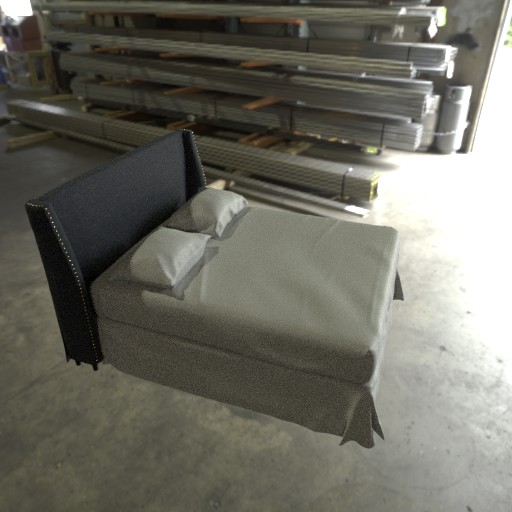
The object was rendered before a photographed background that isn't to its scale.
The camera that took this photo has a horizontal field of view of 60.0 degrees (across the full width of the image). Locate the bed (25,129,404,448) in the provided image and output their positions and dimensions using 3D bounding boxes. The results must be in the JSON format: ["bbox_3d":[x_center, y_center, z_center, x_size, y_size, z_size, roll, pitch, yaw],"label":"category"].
[{"bbox_3d":[0.000,0.000,3.385,2.276,1.332,1.925,11,32,18],"label":"bed"}]
